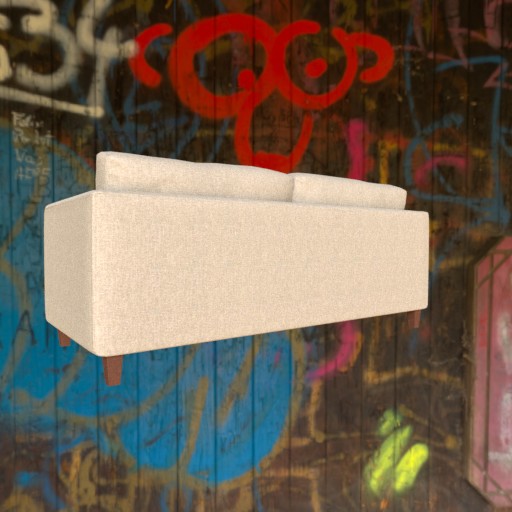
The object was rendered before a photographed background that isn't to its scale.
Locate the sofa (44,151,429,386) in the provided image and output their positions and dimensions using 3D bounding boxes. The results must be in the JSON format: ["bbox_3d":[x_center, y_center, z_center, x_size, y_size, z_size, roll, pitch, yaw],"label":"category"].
[{"bbox_3d":[0.000,0.000,2.680,2.208,0.963,0.956,-1,2,-36],"label":"sofa"}]
